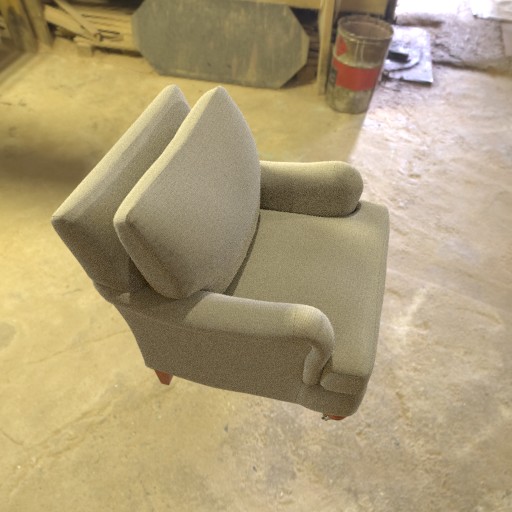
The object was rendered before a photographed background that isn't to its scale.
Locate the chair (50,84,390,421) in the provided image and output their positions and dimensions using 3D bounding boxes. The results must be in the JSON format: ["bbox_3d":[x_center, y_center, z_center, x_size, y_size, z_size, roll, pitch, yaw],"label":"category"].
[{"bbox_3d":[0.000,0.000,1.848,1.070,1.038,0.955,12,48,11],"label":"chair"}]
